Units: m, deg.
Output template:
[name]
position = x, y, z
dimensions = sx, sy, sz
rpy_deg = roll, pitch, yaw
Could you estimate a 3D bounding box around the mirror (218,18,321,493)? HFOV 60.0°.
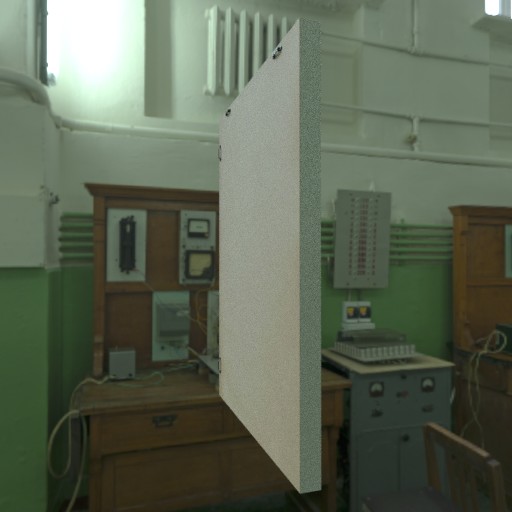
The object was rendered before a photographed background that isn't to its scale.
[mirror]
position = 0.000, 0.000, 0.906
dimensions = 0.040, 0.710, 0.507
rpy_deg = 0, 0, -18
